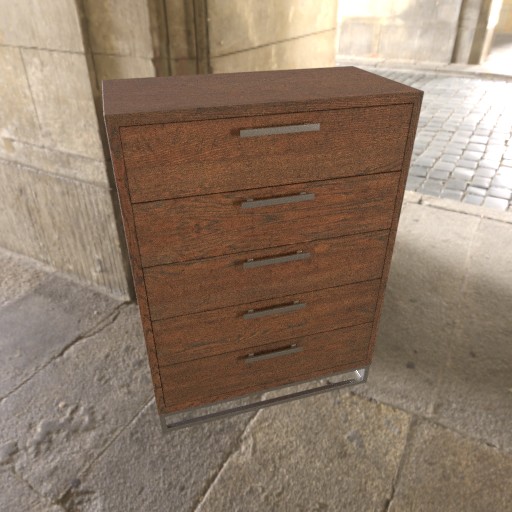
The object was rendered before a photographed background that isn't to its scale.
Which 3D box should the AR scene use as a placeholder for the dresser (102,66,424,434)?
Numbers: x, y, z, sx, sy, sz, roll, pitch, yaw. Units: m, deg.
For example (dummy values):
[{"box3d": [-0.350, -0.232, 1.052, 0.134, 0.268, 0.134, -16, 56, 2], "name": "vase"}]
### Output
[{"box3d": [0.000, 0.000, 1.808, 0.965, 1.321, 0.508, -9, 34, -14], "name": "dresser"}]
